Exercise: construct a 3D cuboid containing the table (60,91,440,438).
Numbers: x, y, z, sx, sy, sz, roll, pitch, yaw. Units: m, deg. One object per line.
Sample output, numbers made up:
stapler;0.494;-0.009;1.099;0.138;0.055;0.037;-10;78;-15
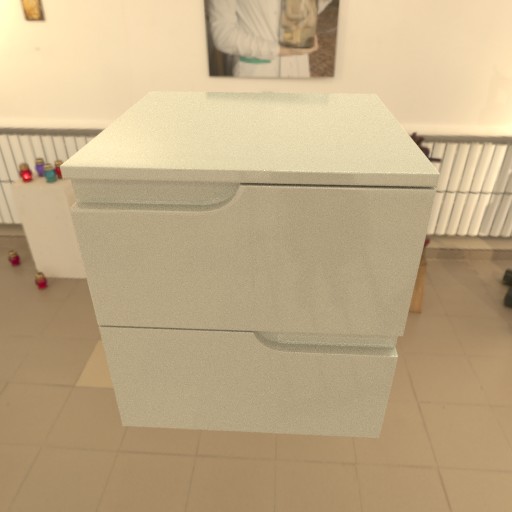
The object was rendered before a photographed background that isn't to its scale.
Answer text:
table;0.000;0.000;0.781;0.420;0.470;0.400;2;32;3
